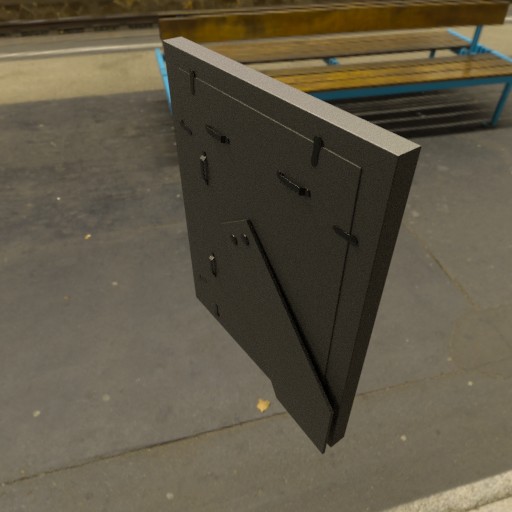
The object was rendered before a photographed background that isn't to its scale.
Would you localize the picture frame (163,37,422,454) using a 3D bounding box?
[{"bbox_3d":[0.000,0.000,0.493,0.036,0.383,0.307,-26,47,-27],"label":"picture frame"}]
